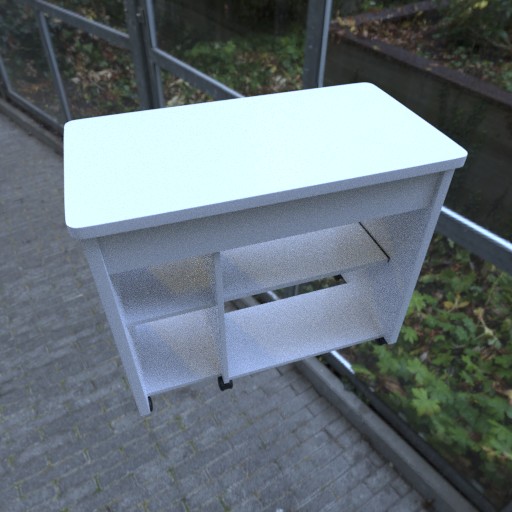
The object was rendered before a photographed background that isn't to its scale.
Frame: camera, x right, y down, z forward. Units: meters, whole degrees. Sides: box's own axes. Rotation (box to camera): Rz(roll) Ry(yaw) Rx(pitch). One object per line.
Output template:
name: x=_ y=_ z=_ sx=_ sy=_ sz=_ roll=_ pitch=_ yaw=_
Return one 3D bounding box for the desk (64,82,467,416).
desk: x=0.000 y=0.000 z=1.316 sx=0.877 sy=0.763 sz=0.475 roll=-12 pitch=43 yaw=-13
